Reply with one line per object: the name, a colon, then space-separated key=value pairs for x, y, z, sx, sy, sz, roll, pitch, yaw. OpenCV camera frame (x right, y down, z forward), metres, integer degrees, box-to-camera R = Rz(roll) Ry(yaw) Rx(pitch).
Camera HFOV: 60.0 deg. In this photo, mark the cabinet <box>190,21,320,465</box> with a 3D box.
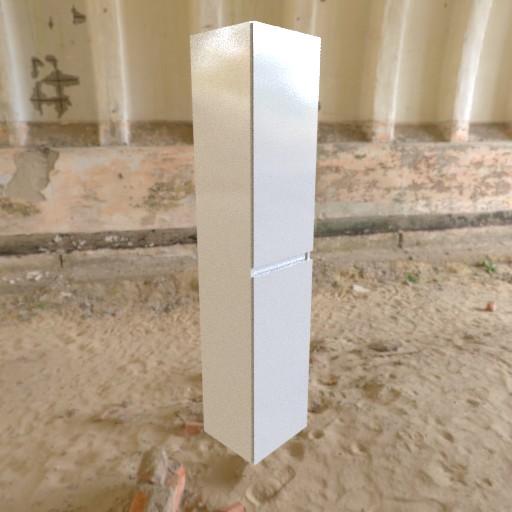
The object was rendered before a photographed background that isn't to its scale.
cabinet: x=0.000 y=0.000 z=1.549 sx=0.270 sy=1.400 sz=0.300 roll=14 pitch=21 yaw=42
